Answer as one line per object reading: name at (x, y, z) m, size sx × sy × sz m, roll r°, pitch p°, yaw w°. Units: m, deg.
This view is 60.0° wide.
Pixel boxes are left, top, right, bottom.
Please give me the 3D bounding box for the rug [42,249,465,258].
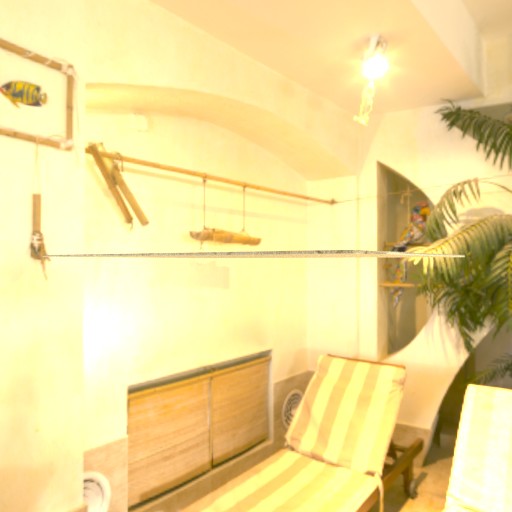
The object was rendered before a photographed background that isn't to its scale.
rug at (0.000, 0.000, 4.068) m, size 3.038 × 0.019 × 2.420 m, roll -1°, pitch -1°, yaw 37°
